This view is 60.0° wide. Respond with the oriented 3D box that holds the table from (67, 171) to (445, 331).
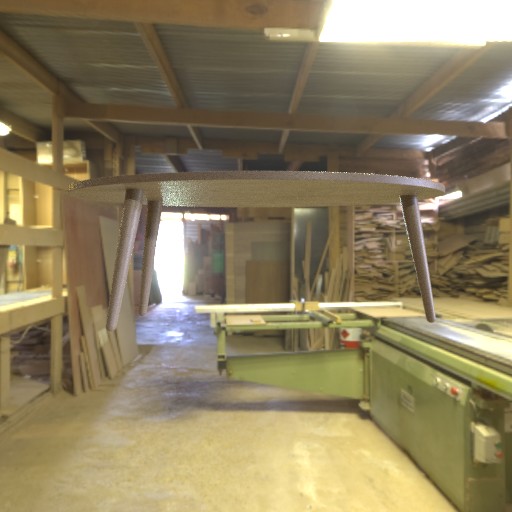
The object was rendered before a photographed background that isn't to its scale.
[{"bbox_3d":[0.000,0.000,1.298,1.083,0.390,0.542,0,-1,0],"label":"table"}]
